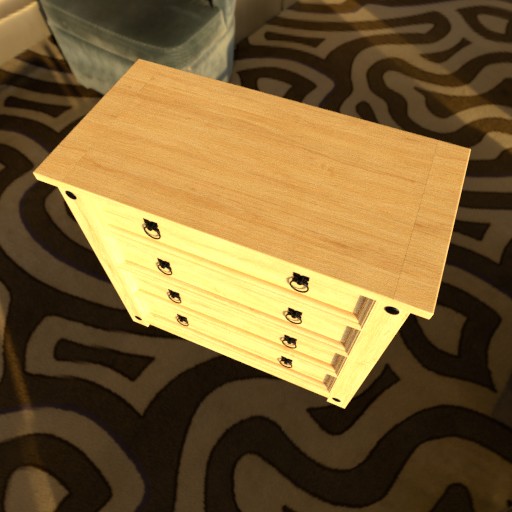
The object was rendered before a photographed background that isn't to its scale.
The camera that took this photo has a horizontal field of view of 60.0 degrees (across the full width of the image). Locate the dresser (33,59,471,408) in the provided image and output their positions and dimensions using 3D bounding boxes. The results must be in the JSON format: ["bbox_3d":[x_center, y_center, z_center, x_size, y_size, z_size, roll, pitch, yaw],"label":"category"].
[{"bbox_3d":[0.000,0.000,1.214,0.800,0.730,0.410,20,60,12],"label":"dresser"}]
